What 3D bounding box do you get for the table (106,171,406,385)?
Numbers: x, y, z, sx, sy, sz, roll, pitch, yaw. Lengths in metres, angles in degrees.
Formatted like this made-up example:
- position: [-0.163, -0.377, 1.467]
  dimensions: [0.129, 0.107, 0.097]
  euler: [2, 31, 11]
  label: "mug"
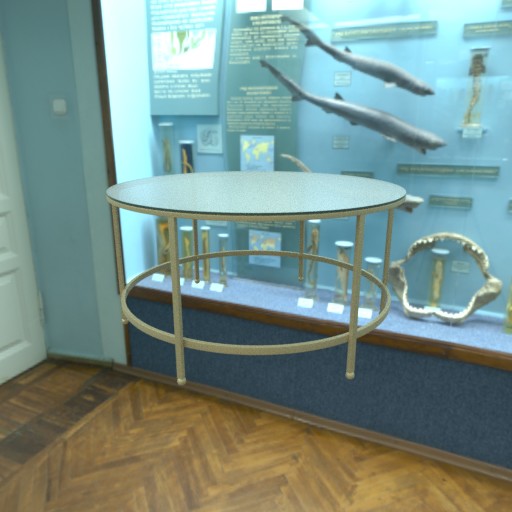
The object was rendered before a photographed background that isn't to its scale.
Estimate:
- position: [0.000, 0.000, 1.484]
  dimensions: [0.914, 0.470, 0.914]
  euler: [0, 17, 0]
  label: "table"
